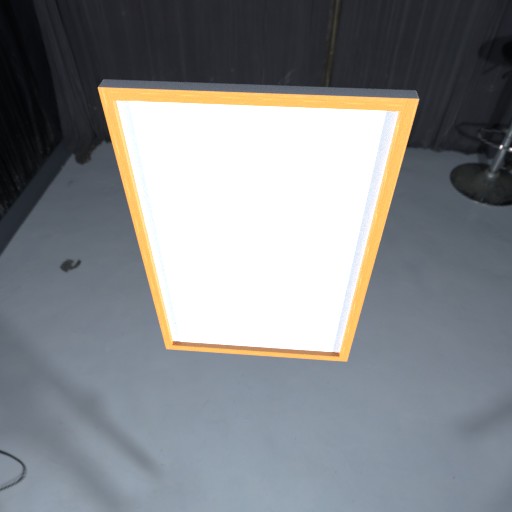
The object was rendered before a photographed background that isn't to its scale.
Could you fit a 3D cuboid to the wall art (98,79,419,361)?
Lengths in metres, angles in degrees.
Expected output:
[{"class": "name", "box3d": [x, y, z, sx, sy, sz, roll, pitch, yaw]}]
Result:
[{"class": "wall art", "box3d": [0.000, 0.000, 0.781, 0.405, 0.608, 0.025, 3, 46, 3]}]
